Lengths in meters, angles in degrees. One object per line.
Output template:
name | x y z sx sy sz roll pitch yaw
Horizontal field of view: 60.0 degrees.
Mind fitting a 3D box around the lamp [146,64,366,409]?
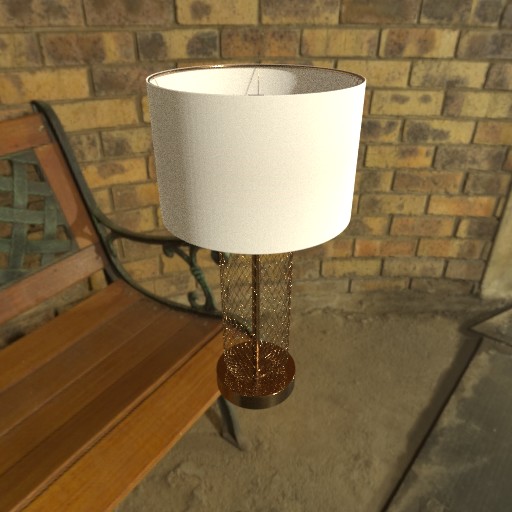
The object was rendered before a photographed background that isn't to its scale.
lamp | 0.000 0.000 0.637 0.252 0.483 0.252 1 30 2
